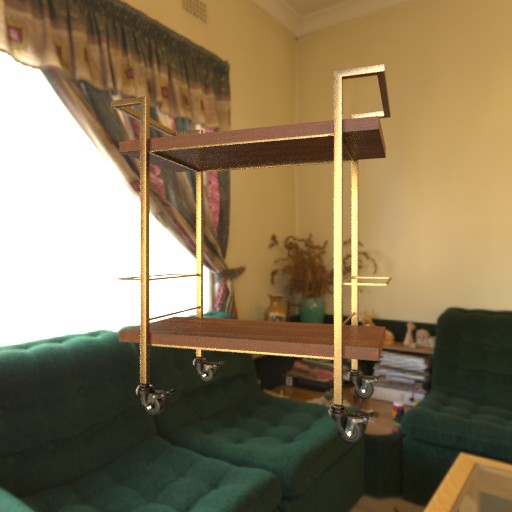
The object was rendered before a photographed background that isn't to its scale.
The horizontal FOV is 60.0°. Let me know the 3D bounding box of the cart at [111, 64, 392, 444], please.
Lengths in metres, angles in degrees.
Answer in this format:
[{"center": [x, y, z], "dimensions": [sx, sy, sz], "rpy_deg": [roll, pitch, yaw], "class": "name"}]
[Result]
[{"center": [0.000, 0.000, 1.198], "dimensions": [0.695, 0.807, 0.364], "rpy_deg": [0, 0, 19], "class": "cart"}]
